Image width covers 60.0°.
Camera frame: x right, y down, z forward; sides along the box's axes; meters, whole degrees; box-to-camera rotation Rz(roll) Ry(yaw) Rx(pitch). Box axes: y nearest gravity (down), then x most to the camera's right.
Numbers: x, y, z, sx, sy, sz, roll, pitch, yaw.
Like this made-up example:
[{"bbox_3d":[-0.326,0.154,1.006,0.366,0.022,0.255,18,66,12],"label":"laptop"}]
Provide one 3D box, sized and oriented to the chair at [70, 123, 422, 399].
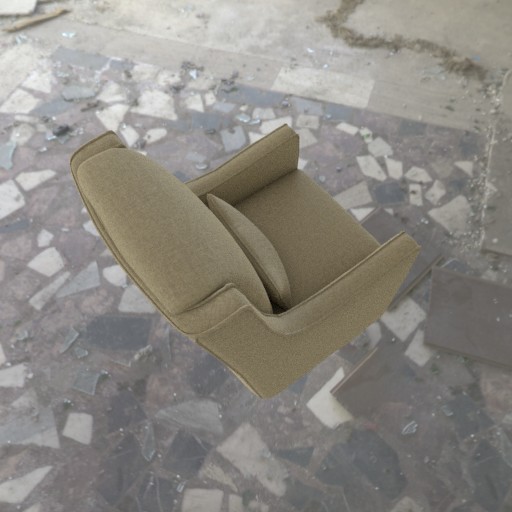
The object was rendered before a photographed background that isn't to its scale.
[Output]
[{"bbox_3d":[0.000,0.000,1.583,0.879,0.993,0.732,-32,63,-18],"label":"chair"}]
